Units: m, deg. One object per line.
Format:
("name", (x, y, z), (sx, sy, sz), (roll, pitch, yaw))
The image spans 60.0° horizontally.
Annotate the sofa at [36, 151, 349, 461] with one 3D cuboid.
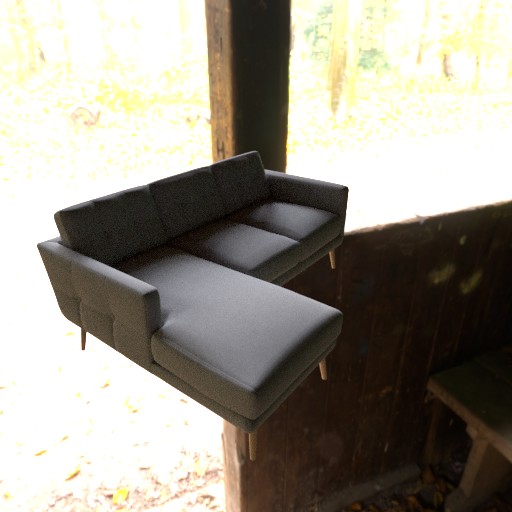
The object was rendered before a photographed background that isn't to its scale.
("sofa", (0.000, 0.000, 2.815), (1.530, 0.860, 2.040), (18, 31, 33))
